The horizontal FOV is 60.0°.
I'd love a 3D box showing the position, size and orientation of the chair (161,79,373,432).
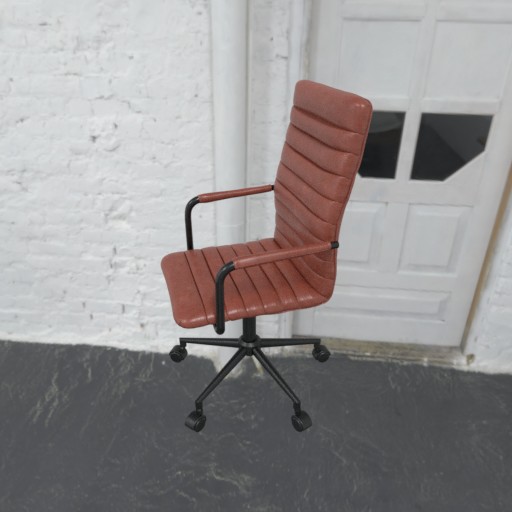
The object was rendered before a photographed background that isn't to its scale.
[{"bbox_3d":[0.000,0.000,1.382,0.580,0.979,0.608,-9,30,-15],"label":"chair"}]
